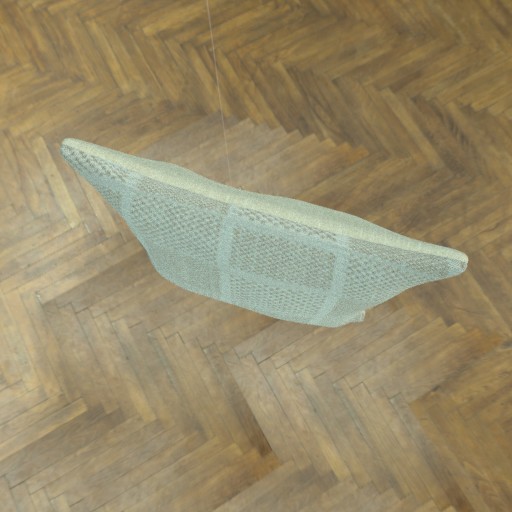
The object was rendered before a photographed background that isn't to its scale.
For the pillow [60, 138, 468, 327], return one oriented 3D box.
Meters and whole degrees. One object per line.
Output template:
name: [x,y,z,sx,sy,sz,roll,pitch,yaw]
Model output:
pillow: [0.000,0.000,0.656,0.436,0.432,0.138,17,76,4]
